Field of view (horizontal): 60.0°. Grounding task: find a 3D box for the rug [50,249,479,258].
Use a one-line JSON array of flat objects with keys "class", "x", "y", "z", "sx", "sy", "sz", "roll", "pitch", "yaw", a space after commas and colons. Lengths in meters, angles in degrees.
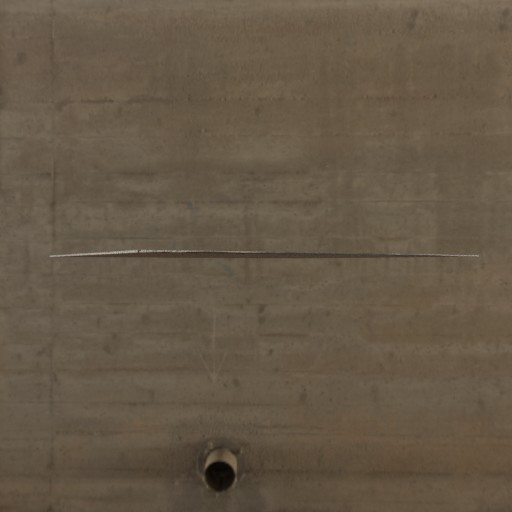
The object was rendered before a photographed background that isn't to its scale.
[{"class": "rug", "x": 0.000, "y": 0.000, "z": 4.026, "sx": 3.049, "sy": 0.015, "sz": 2.457, "roll": 0, "pitch": -1, "yaw": -34}]
